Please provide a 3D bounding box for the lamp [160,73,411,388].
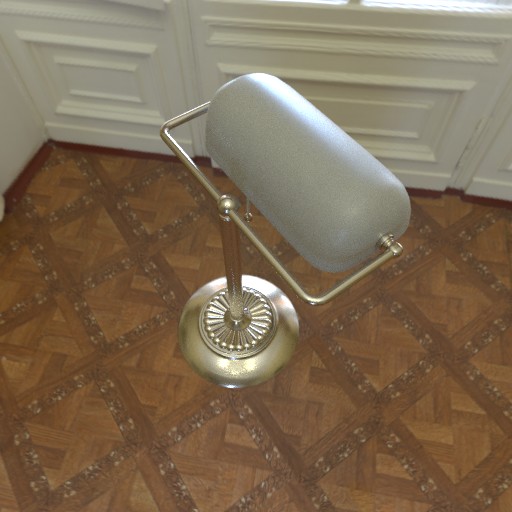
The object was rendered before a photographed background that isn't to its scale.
[{"bbox_3d":[0.000,0.000,0.521,0.243,0.339,0.264,-32,63,-18],"label":"lamp"}]
